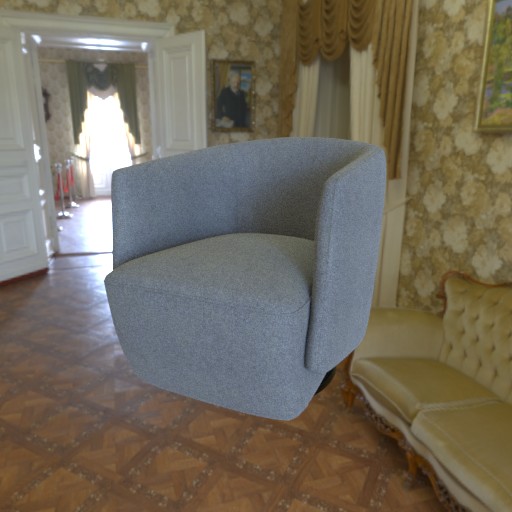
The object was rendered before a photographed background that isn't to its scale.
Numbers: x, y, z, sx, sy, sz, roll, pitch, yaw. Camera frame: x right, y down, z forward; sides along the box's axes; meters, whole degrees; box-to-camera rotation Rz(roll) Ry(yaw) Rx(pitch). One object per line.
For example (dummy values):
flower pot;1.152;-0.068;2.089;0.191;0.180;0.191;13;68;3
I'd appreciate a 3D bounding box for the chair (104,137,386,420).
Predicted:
chair;0.000;0.000;1.648;0.822;0.861;0.986;7;16;25
